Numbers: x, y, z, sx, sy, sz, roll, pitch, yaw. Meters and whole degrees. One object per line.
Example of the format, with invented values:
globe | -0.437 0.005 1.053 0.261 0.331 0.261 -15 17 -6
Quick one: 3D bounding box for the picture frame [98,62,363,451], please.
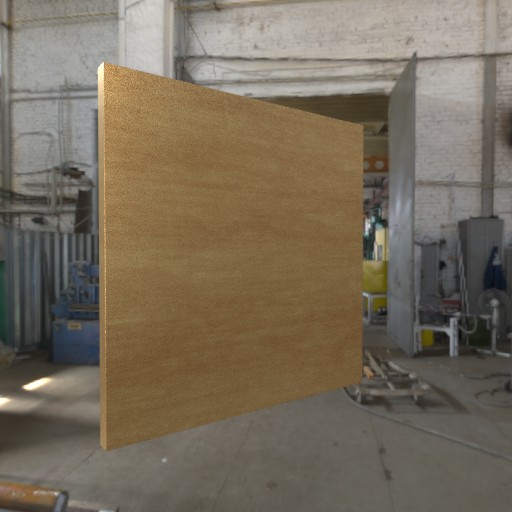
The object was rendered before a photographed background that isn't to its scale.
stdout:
picture frame | 0.000 0.000 1.104 0.758 0.761 0.037 -1 1 -36
